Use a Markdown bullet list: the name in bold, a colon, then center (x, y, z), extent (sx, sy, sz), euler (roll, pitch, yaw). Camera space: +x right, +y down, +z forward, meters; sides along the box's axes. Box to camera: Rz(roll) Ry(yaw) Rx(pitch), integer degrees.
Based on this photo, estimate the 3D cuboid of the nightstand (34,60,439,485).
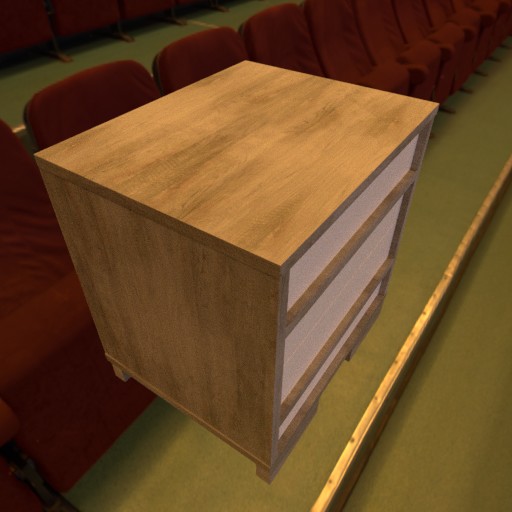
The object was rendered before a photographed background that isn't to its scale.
- **nightstand**: center (0.000, 0.000, 0.726), extent (0.347, 0.448, 0.427), euler (24, 46, 26)
